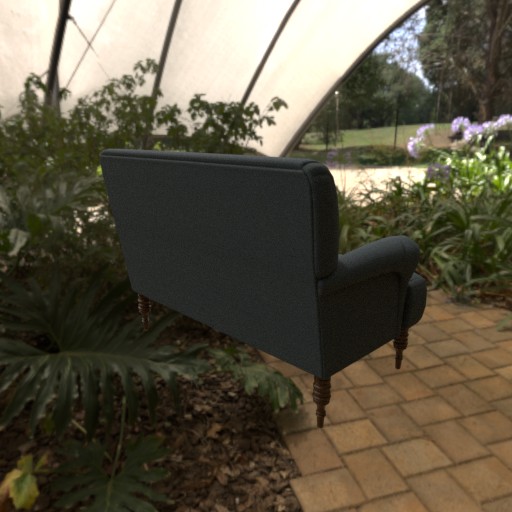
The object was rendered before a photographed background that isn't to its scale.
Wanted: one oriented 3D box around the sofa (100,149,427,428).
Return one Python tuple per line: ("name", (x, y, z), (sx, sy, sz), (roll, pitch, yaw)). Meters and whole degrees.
("sofa", (0.000, 0.000, 1.900), (1.297, 0.889, 0.779), (15, 22, 43))
